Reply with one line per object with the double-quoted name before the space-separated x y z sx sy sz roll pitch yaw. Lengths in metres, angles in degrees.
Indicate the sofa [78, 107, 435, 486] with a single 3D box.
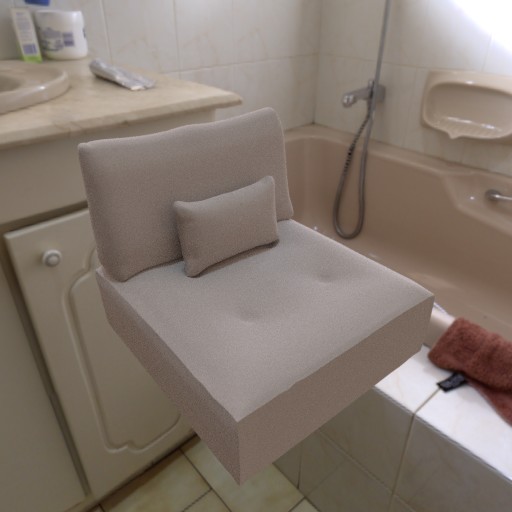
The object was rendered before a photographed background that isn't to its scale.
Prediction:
"sofa" 0.000 0.000 1.685 0.935 0.828 1.000 -23 38 -32
